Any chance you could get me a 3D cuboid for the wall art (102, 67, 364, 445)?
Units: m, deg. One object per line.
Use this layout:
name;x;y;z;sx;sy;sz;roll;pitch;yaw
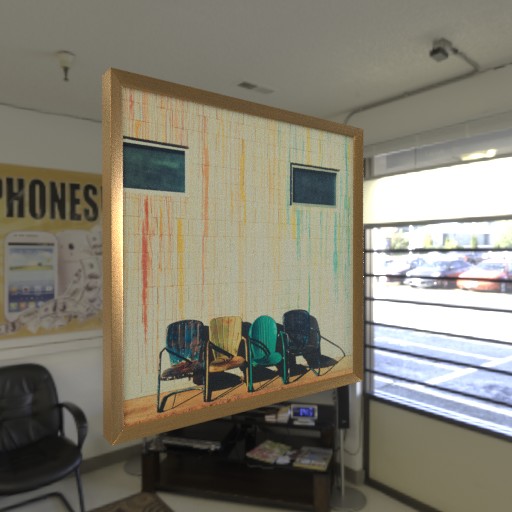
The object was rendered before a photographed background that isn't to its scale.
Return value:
wall art;0.000;0.000;0.754;0.505;0.505;0.037;0;1;-36
